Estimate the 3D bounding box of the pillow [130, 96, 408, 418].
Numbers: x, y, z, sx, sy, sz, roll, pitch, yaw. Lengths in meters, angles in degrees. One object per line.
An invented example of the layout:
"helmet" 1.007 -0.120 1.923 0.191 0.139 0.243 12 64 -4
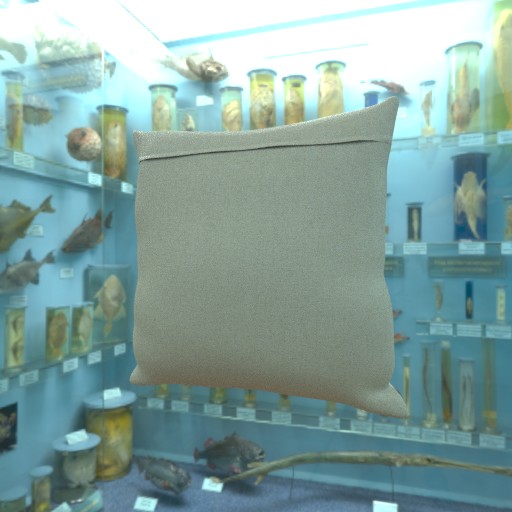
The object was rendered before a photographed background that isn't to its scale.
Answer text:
"pillow" 0.000 0.000 0.679 0.440 0.441 0.182 0 -1 19
